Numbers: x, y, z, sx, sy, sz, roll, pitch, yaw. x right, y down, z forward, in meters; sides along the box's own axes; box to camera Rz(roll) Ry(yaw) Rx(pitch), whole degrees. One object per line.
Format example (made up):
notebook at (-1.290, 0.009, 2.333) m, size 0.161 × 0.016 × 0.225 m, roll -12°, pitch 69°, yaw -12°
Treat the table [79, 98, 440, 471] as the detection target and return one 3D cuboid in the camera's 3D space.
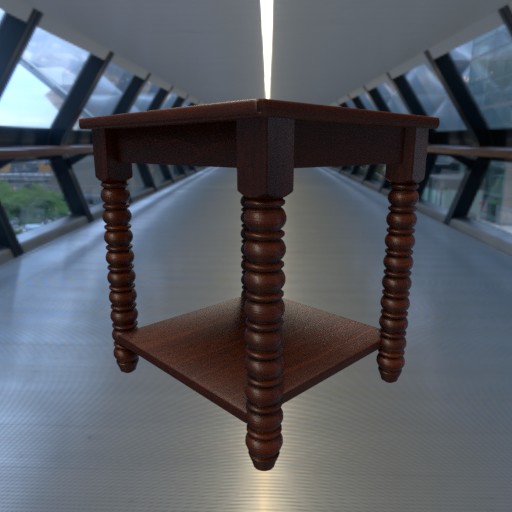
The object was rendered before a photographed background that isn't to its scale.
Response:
table at (0.000, 0.000, 0.953) m, size 0.500 × 0.567 × 0.533 m, roll -13°, pitch 19°, yaw -43°
